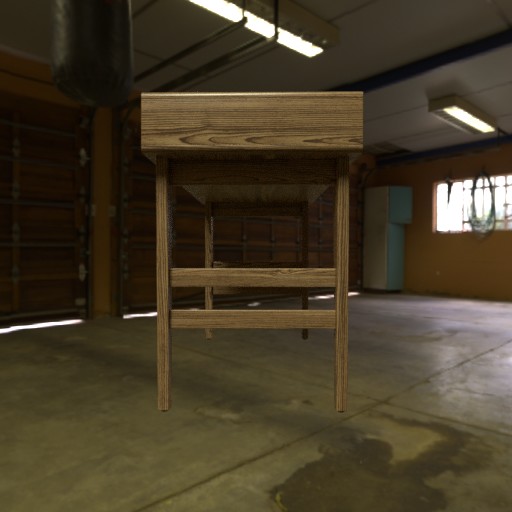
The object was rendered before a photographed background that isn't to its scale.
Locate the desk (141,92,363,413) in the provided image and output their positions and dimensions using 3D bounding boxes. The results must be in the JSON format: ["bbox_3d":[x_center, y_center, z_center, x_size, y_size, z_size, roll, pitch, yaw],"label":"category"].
[{"bbox_3d":[0.000,0.000,1.540,0.508,0.755,1.067,0,0,1],"label":"desk"}]
